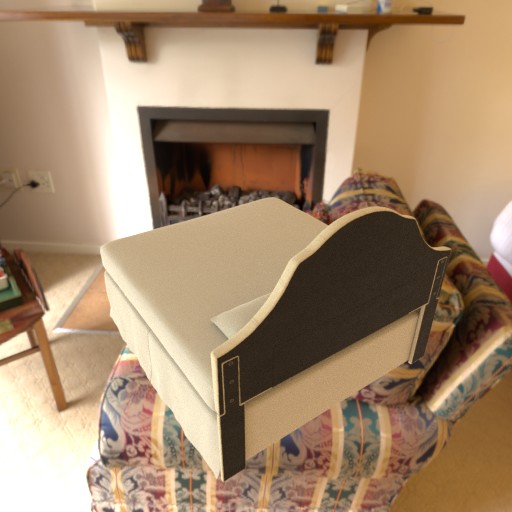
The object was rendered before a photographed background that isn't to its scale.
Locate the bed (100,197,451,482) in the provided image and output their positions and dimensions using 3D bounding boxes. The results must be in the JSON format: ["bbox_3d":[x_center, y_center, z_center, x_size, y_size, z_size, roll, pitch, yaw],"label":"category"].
[{"bbox_3d":[0.000,0.000,3.520,2.012,1.555,2.086,-19,36,-29],"label":"bed"}]
